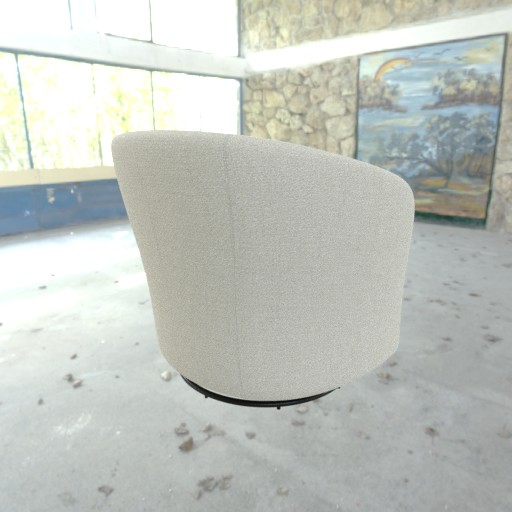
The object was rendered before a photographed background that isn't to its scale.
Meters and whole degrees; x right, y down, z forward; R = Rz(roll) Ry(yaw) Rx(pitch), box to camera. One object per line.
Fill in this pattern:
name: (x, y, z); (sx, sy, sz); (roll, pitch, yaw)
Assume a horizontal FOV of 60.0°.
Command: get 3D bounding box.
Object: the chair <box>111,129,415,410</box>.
chair: (0.000, 0.000, 1.427); (0.791, 0.771, 0.815); (14, 20, 43)
